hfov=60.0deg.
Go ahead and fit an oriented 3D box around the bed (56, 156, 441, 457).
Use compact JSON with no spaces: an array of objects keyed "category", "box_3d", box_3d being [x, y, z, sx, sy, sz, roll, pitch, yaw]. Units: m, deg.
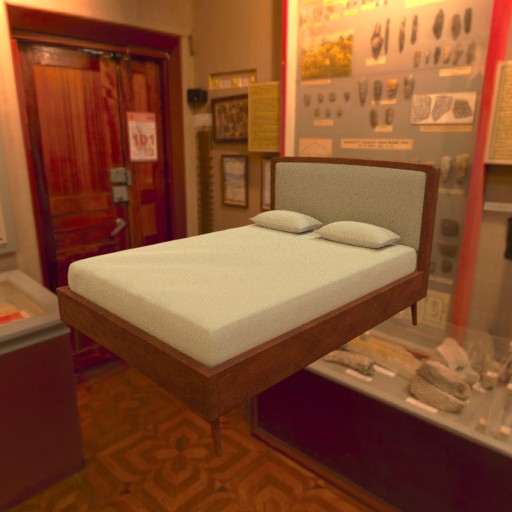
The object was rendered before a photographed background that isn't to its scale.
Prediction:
[{"category":"bed","box_3d":[0.000,0.000,3.138,1.587,1.275,2.196,15,22,43]}]
